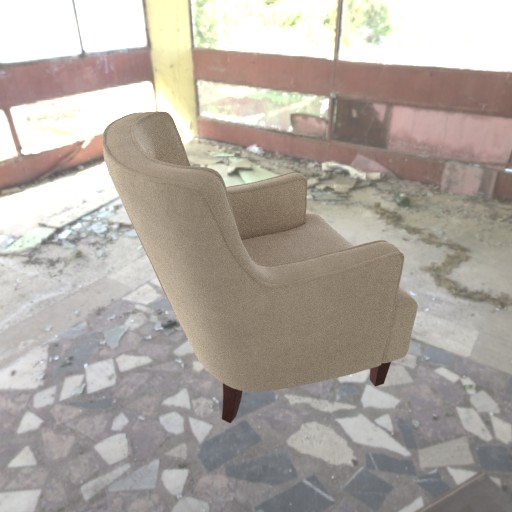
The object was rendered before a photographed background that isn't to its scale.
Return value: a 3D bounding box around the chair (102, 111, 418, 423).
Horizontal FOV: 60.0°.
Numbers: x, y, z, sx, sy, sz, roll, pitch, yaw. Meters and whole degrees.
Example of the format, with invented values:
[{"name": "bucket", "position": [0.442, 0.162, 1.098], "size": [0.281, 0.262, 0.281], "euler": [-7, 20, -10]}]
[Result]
[{"name": "chair", "position": [0.000, 0.000, 1.589], "size": [0.910, 0.920, 0.781], "euler": [-11, 32, -17]}]
